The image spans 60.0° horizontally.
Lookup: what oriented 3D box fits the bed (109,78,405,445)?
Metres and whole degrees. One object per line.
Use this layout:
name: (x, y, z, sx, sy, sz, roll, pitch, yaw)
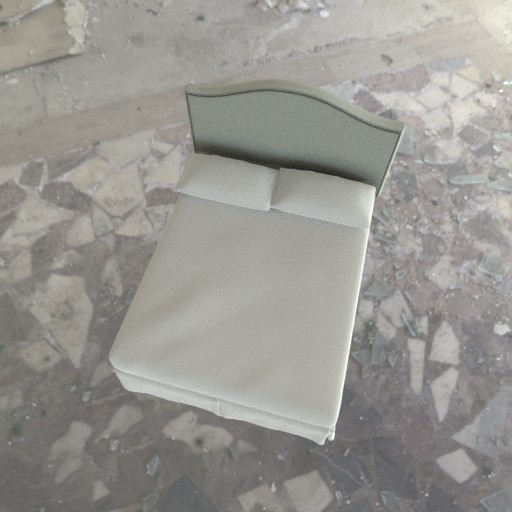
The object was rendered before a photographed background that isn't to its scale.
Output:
bed: (0.000, 0.000, 3.434, 1.813, 1.607, 2.180, 13, 60, 8)
